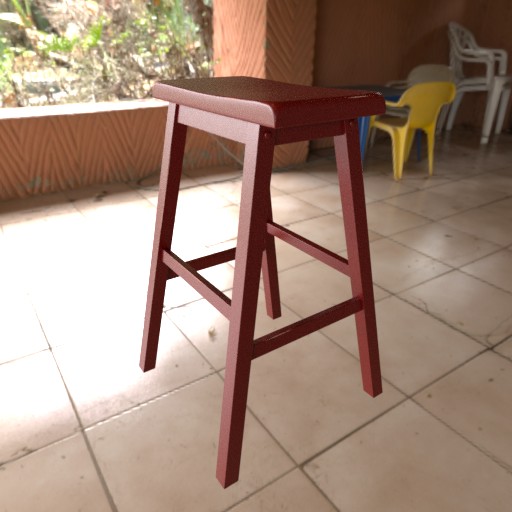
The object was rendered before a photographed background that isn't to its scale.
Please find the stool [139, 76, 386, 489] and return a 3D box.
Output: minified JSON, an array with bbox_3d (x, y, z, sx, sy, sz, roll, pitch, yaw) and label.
[{"bbox_3d":[0.000,0.000,1.023,0.476,0.737,0.457,-17,31,-31],"label":"stool"}]
